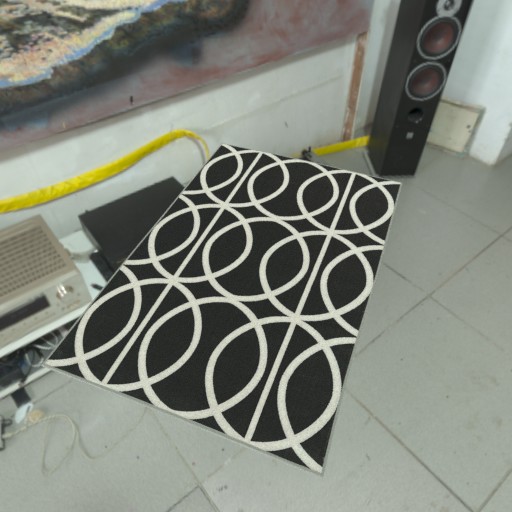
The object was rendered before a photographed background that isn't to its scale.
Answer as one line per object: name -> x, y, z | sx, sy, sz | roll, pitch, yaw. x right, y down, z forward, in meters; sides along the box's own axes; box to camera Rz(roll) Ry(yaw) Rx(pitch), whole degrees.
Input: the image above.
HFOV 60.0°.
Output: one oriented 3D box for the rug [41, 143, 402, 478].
rug -> 0.000, 0.000, 2.855 | 1.526, 0.014, 2.290 | 16, 48, 15
